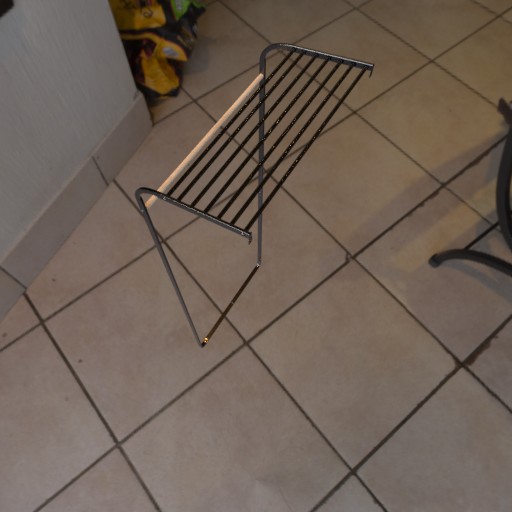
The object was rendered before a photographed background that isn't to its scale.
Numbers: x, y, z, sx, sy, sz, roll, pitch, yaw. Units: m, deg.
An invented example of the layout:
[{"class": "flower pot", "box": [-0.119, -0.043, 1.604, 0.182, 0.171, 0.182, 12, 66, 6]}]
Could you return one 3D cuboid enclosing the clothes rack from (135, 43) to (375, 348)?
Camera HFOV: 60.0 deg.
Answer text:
[{"class": "clothes rack", "box": [0.000, 0.000, 1.779, 0.349, 1.574, 0.609, 29, 67, 14]}]
